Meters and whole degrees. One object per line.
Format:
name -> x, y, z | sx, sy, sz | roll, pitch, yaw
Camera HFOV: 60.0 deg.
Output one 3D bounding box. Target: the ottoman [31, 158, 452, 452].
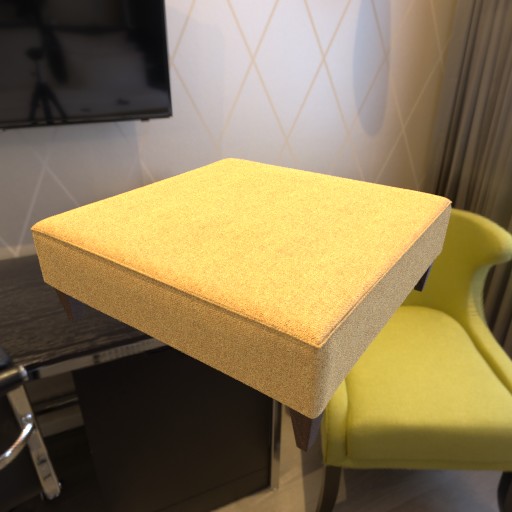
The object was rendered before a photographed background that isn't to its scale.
ottoman -> 0.000, 0.000, 1.478 | 0.981, 0.378, 0.970 | 18, 32, 31
